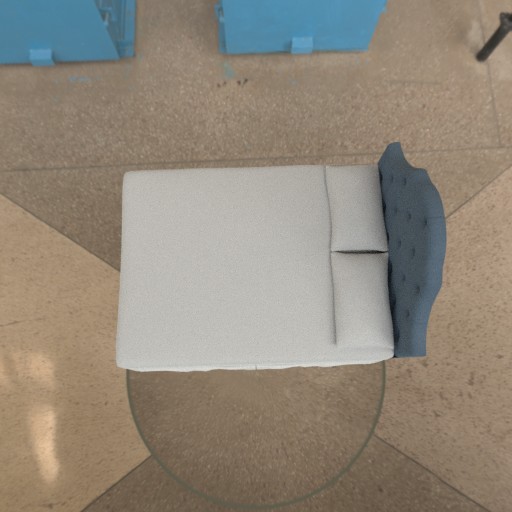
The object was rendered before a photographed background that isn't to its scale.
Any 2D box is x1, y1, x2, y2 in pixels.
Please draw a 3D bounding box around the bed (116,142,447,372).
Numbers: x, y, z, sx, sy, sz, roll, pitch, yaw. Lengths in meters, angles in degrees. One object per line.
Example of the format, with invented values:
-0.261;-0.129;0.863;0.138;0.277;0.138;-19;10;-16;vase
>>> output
0.000;0.000;3.268;2.155;1.575;1.636;-2;76;0;bed
